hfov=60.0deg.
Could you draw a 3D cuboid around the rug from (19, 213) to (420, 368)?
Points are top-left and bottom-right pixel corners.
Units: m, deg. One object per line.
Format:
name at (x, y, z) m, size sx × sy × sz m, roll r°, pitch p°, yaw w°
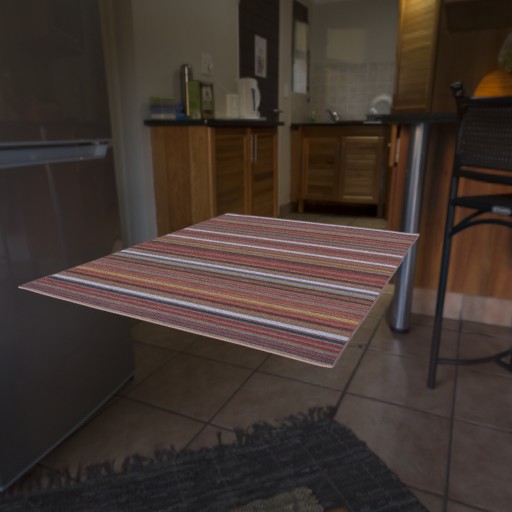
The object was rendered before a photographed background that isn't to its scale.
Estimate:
rug at (0.000, 0.000, 4.107) m, size 2.479 × 0.023 × 3.092 m, roll 9°, pitch 19°, yaw 26°
